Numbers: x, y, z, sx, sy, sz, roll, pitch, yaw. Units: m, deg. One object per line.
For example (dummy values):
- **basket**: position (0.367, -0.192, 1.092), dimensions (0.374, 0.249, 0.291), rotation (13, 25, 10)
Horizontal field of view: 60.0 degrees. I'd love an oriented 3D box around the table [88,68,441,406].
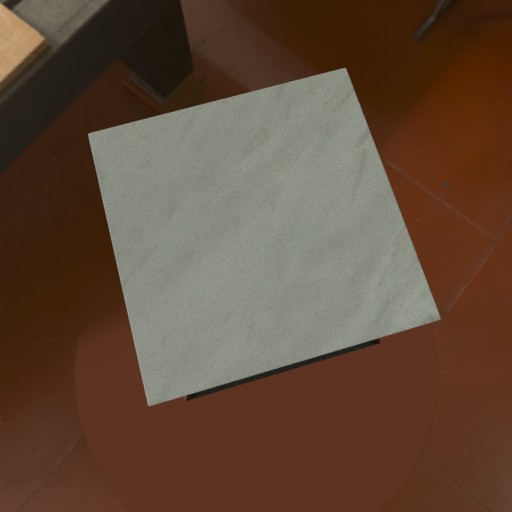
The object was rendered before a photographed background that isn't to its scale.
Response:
- **table**: position (0.000, 0.000, 0.841), dimensions (0.455, 0.431, 0.455), rotation (-16, 77, -4)
